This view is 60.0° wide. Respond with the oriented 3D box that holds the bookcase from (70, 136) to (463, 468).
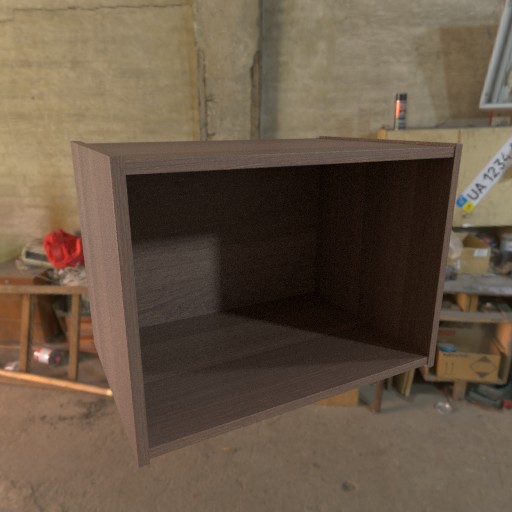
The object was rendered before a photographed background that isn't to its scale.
[{"bbox_3d":[0.000,0.000,0.612,0.415,0.305,0.290,-9,19,-26],"label":"bookcase"}]
